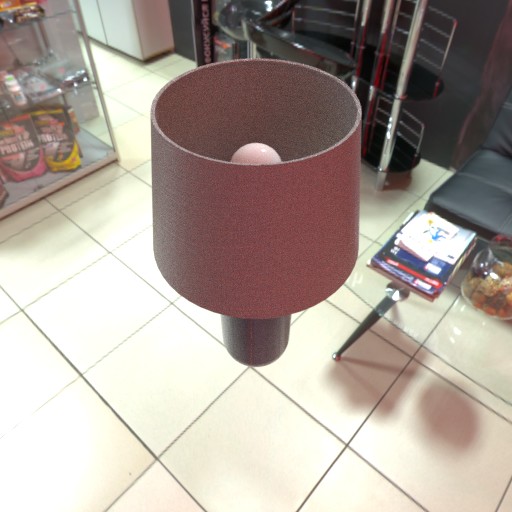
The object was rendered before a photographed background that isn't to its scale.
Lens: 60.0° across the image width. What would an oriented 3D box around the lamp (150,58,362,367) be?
[{"bbox_3d":[0.000,0.000,0.580,0.253,0.428,0.253,0,47,0],"label":"lamp"}]
